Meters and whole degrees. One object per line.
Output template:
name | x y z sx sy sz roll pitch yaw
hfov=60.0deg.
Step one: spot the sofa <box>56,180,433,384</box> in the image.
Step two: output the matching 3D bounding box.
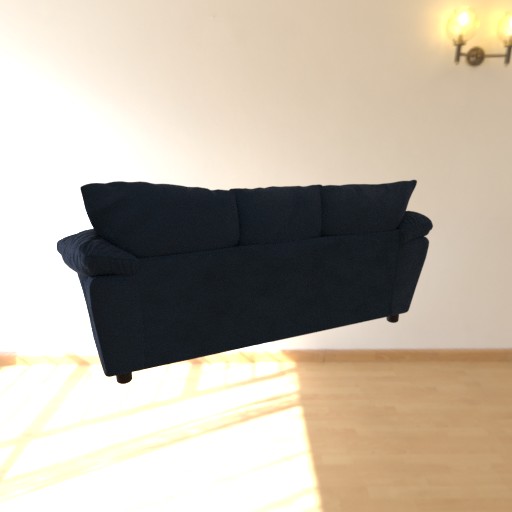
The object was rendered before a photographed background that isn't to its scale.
sofa | 0.000 0.000 2.951 2.390 1.091 0.907 -7 16 -25
